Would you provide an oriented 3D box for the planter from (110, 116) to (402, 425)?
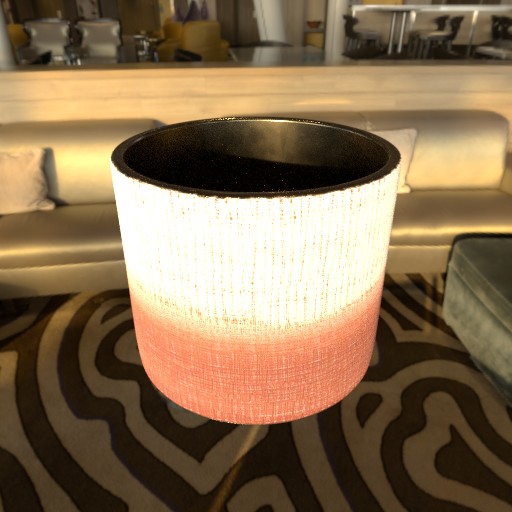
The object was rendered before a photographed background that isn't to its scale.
[{"bbox_3d":[0.000,0.000,0.313,0.178,0.157,0.178,0,29,0],"label":"planter"}]
